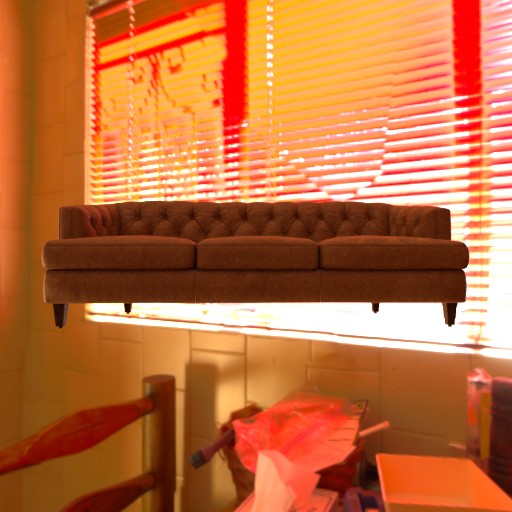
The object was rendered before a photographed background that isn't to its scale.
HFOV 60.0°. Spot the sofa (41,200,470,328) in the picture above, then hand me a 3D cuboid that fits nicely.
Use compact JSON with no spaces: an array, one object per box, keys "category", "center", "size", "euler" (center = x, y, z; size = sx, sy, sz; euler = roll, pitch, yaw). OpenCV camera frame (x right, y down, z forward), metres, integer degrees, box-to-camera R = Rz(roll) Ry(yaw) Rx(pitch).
[{"category":"sofa","center":[0.000,0.000,2.755],"size":[2.257,0.791,0.922],"euler":[0,-2,-1]}]
